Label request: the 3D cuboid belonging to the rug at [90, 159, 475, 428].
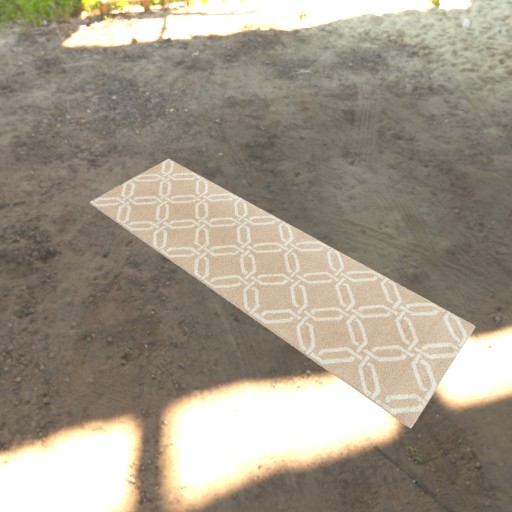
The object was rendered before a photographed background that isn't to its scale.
[{"bbox_3d":[0.000,0.000,2.527,2.276,0.014,0.678,32,53,28],"label":"rug"}]
